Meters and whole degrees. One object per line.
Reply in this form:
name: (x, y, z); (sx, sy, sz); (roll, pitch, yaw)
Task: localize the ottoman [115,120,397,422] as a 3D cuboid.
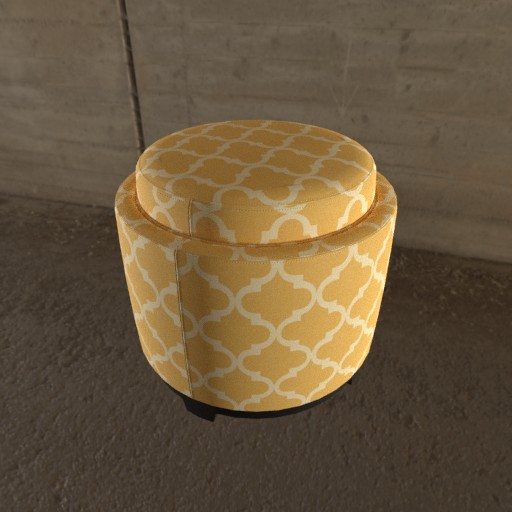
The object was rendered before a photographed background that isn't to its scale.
ottoman: (0.000, 0.000, 0.842); (0.480, 0.429, 0.480); (0, 33, 0)
